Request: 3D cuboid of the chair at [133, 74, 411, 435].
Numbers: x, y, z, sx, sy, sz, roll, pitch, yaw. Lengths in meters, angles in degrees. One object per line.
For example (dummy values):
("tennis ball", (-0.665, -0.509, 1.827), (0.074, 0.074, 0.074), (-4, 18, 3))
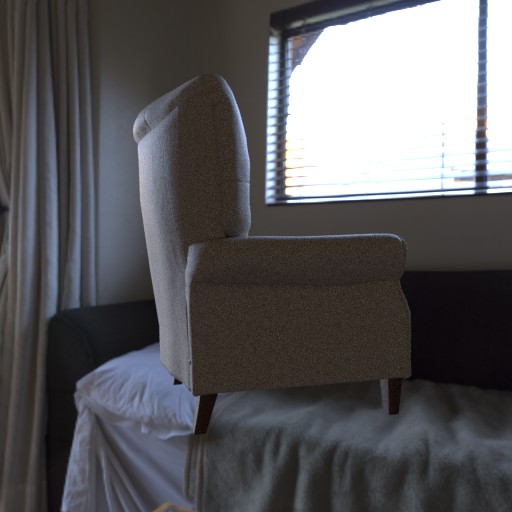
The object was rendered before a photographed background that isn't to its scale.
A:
("chair", (0.000, 0.000, 1.906), (1.025, 1.209, 0.942), (0, -1, -16))
